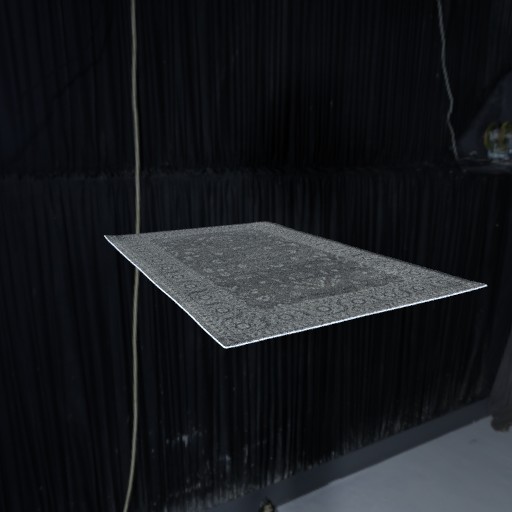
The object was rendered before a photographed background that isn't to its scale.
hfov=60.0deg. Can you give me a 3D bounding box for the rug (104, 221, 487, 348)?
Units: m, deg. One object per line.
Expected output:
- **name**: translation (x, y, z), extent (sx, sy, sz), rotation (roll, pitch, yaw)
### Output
- **rug**: translation (0.000, 0.000, 2.341), extent (1.209, 0.019, 1.828), rotation (-8, 16, -28)
